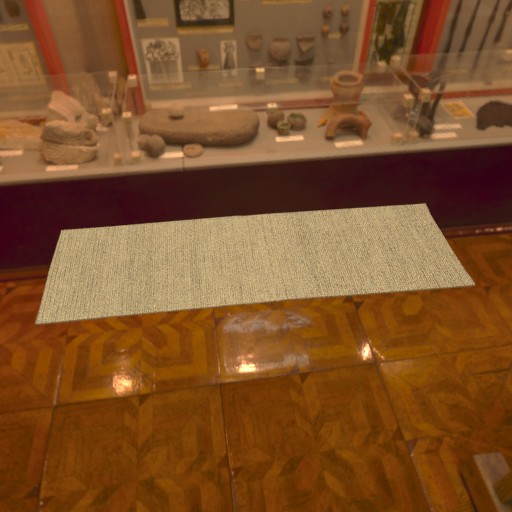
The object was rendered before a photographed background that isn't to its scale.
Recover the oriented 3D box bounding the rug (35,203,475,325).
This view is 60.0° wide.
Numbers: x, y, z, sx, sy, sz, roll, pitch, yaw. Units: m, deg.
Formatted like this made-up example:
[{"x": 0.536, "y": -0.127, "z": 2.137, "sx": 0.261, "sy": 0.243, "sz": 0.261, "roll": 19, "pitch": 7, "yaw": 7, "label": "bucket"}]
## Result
[{"x": 0.000, "y": 0.000, "z": 2.548, "sx": 2.320, "sy": 0.032, "sz": 0.692, "roll": -5, "pitch": 47, "yaw": -4, "label": "rug"}]
